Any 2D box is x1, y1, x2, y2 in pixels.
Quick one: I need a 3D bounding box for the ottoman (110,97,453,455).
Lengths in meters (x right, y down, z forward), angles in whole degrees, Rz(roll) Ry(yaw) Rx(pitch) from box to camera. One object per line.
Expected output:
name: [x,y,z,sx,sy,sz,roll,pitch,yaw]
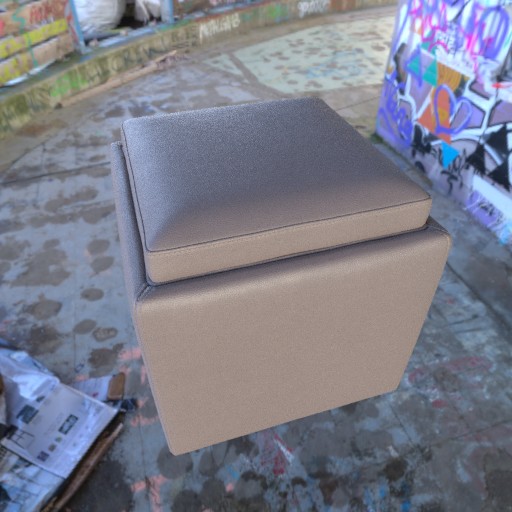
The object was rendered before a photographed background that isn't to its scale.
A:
ottoman: [0.000,0.000,0.813,0.451,0.460,0.450,-12,42,-13]
